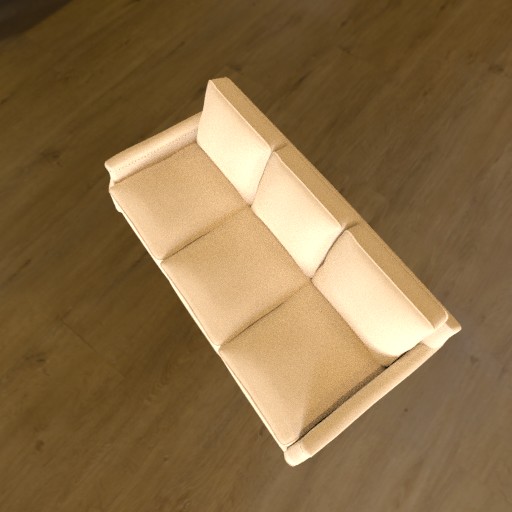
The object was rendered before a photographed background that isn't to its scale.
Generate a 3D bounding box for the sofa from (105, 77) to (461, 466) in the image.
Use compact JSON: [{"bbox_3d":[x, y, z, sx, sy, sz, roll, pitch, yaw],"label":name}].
[{"bbox_3d":[0.000,0.000,2.828,1.084,1.003,2.246,-33,69,-14],"label":"sofa"}]
